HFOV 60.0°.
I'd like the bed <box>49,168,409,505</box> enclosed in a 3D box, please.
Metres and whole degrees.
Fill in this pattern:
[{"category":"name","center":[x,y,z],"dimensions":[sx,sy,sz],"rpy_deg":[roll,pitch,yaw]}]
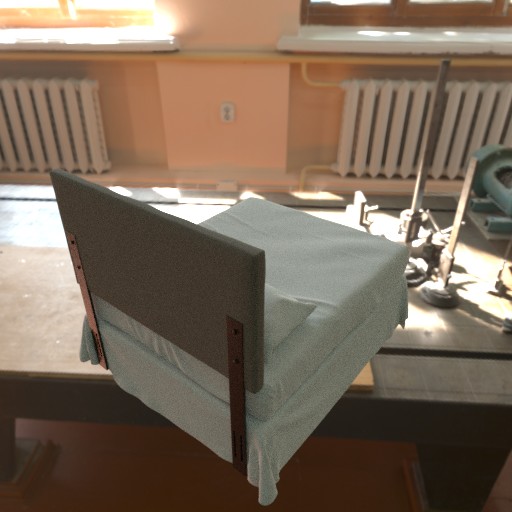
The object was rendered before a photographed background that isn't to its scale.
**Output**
[{"category":"bed","center":[0.000,0.000,3.353],"dimensions":[1.936,1.577,2.222],"rpy_deg":[22,38,32]}]
